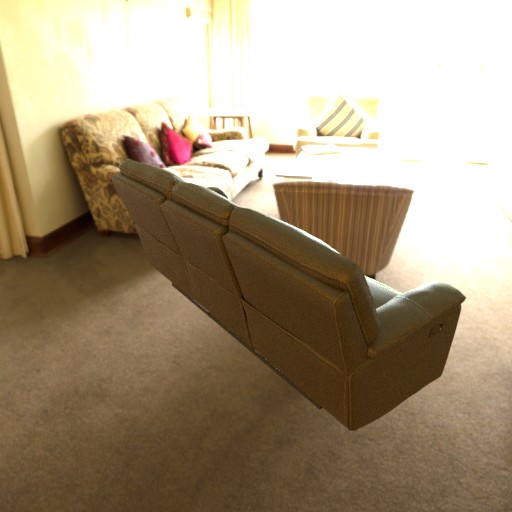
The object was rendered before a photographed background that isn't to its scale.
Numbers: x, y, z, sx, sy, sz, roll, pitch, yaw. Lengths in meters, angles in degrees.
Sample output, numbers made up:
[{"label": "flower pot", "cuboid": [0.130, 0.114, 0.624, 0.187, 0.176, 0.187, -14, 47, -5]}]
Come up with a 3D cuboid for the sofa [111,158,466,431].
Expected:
[{"label": "sofa", "cuboid": [0.000, 0.000, 3.150, 1.104, 1.134, 2.627, -17, 30, -33]}]
